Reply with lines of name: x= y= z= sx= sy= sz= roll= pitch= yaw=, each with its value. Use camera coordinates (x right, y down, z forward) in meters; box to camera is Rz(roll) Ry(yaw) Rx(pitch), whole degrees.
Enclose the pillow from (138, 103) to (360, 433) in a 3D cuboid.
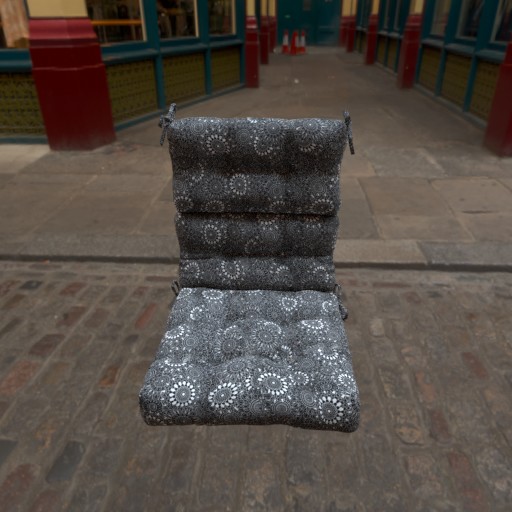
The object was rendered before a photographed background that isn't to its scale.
pillow: x=0.000 y=0.000 z=1.060 sx=0.519 sy=0.605 sz=0.571 roll=1 pitch=29 yaw=2
